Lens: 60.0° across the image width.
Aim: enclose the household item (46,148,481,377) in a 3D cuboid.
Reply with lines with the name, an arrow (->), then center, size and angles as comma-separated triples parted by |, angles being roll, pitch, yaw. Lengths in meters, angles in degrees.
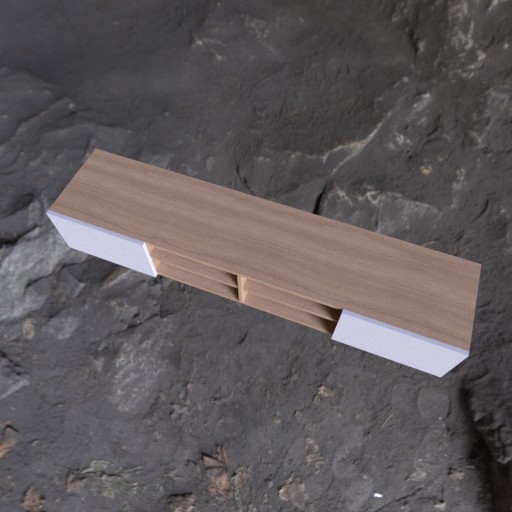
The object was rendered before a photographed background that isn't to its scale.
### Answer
household item -> 0.000, 0.000, 2.049 | 1.850, 0.310, 0.420 | 18, 61, 10
